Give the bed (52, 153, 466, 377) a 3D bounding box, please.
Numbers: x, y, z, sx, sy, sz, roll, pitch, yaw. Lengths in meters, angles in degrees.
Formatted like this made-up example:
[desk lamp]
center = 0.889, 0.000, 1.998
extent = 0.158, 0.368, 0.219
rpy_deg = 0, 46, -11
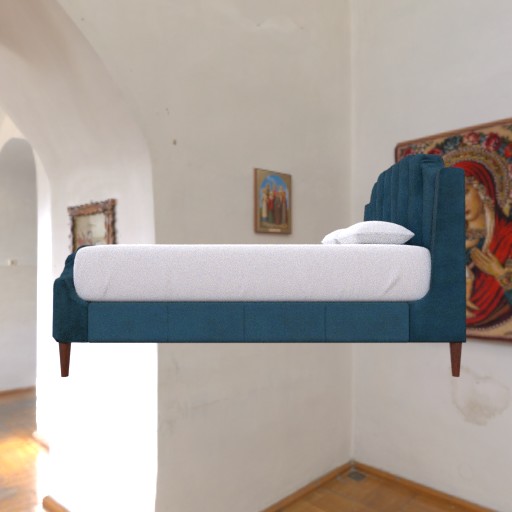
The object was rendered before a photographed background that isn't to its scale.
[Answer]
[bed]
center = 0.000, 0.000, 3.267
extent = 2.322, 1.351, 1.676
rpy_deg = 0, 0, 0
